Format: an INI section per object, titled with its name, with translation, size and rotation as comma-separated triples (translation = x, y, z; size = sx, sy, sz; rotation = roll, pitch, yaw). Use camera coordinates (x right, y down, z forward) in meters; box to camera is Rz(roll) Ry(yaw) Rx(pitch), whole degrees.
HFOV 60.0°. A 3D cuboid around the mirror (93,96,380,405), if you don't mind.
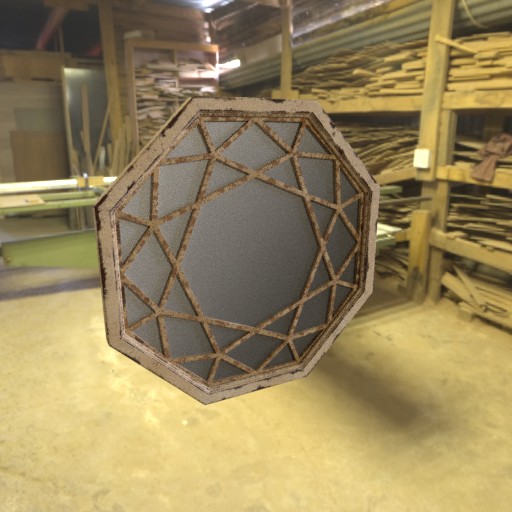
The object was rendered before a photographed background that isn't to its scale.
[mirror]
translation = 0.000, 0.000, 0.966
size = 0.648, 0.648, 0.031
rotation = -8, 18, -26
